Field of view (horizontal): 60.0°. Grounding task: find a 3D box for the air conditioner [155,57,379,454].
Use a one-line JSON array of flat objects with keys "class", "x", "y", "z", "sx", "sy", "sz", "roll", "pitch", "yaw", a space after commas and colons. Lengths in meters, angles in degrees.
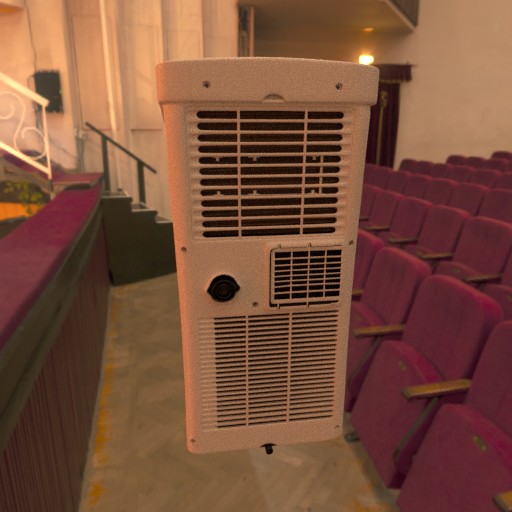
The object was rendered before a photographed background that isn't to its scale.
[{"class": "air conditioner", "x": 0.000, "y": 0.000, "z": 0.923, "sx": 0.352, "sy": 0.716, "sz": 0.369, "roll": -2, "pitch": 16, "yaw": -9}]
